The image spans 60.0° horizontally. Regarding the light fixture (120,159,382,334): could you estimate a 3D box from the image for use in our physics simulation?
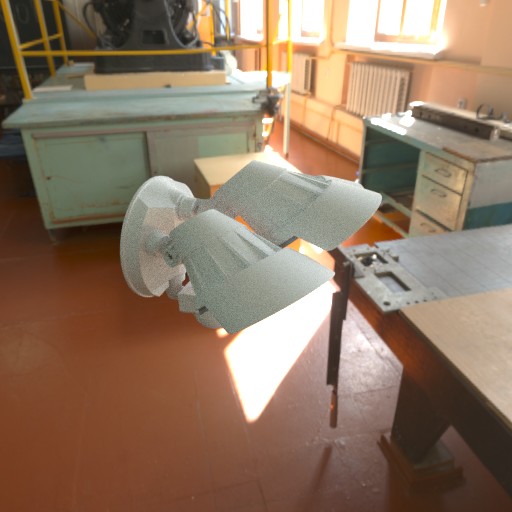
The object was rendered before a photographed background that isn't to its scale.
[{"bbox_3d":[0.000,0.000,0.547,0.278,0.237,0.369,10,29,17],"label":"light fixture"}]
